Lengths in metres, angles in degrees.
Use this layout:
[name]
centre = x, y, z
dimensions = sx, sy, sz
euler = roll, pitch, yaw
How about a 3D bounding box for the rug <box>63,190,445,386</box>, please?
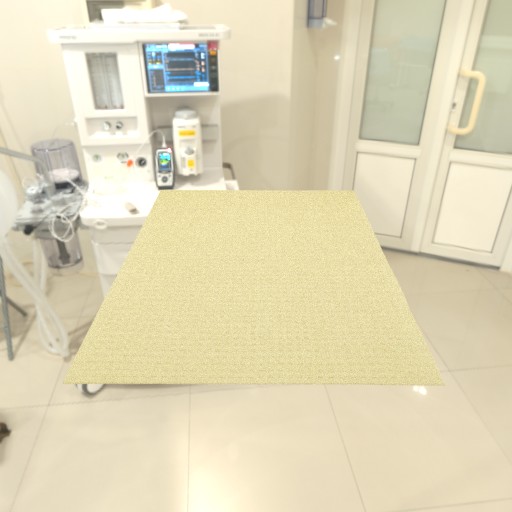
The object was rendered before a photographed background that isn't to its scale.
[rug]
centre = 0.000, 0.000, 4.197
dimensions = 2.452, 0.016, 3.204
euler = 0, 31, 1
